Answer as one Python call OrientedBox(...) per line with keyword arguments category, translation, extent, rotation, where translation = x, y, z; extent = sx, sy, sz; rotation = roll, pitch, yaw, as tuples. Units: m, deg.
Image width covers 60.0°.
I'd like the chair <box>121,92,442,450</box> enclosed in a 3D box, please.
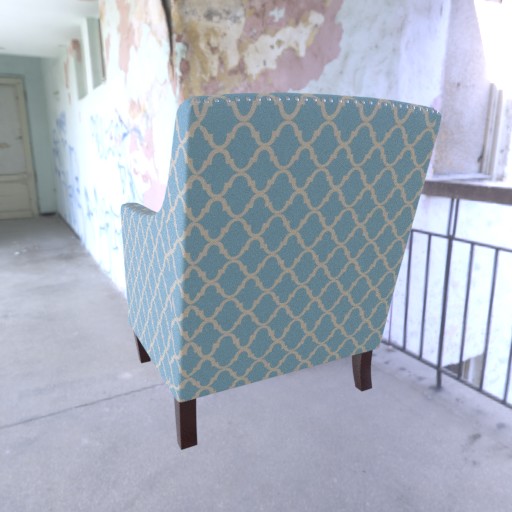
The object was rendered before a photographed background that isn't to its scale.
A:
OrientedBox(category="chair", translation=(0.000, 0.000, 1.267), extent=(0.617, 0.817, 0.686), rotation=(-7, 16, -27))
